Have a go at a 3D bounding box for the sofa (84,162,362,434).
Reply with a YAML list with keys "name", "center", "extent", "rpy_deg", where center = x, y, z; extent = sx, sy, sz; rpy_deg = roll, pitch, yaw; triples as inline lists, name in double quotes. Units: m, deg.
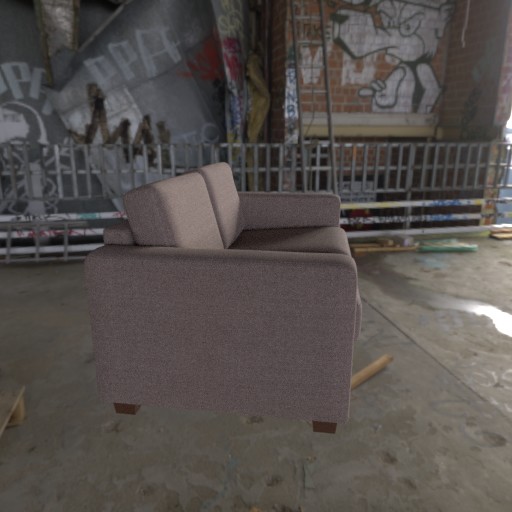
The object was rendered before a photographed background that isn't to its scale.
- name: "sofa"
  center: [0.000, 0.000, 2.093]
  extent: [0.900, 0.800, 1.520]
  rpy_deg: [2, 16, 8]
